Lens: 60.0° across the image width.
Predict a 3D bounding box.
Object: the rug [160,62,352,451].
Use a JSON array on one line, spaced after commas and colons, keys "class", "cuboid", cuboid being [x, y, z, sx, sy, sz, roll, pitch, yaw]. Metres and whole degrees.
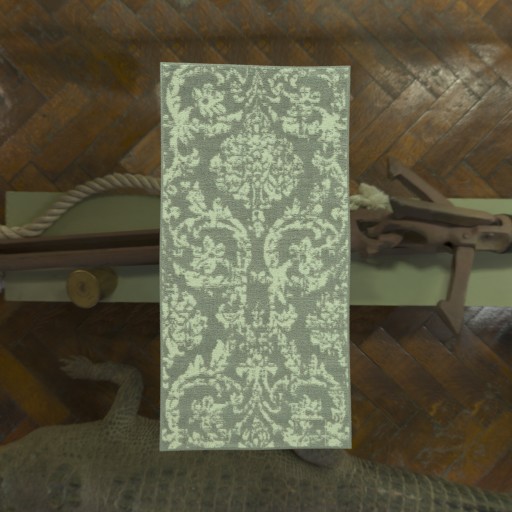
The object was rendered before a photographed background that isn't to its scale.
[{"class": "rug", "cuboid": [0.000, 0.000, 1.398, 0.604, 0.007, 1.219, 0, 89, -2]}]
